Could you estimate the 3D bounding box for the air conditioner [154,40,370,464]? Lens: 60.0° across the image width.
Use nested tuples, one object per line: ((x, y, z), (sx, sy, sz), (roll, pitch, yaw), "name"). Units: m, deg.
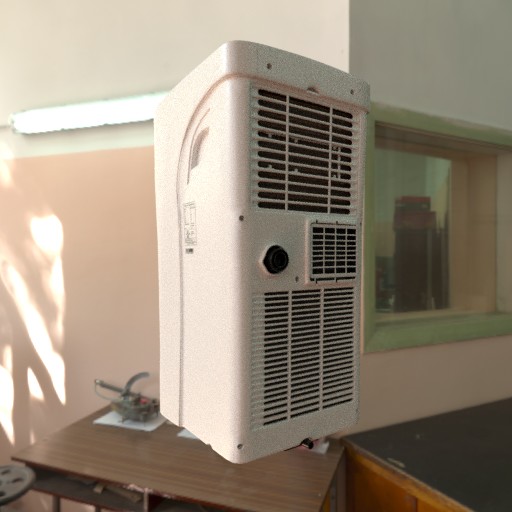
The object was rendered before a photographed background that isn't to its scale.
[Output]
((0.000, 0.000, 0.943), (0.352, 0.716, 0.369), (0, 0, -36), "air conditioner")
